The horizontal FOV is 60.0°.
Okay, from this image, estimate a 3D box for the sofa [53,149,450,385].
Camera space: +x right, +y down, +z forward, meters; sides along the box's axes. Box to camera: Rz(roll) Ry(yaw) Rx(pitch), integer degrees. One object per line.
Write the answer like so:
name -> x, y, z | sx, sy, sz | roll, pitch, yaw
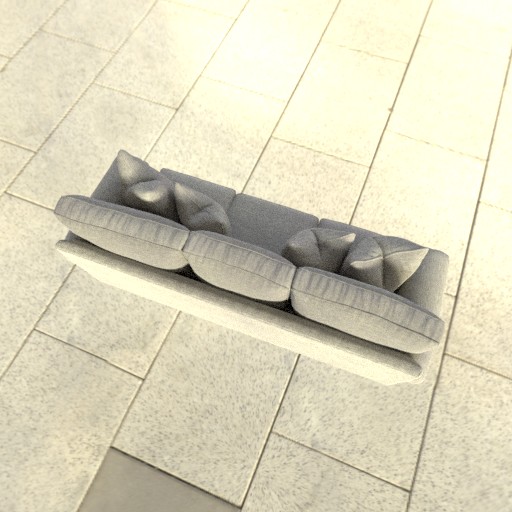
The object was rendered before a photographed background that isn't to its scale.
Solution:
sofa -> 0.000, 0.000, 2.846 | 2.312, 0.975, 0.965 | 18, 66, 9
